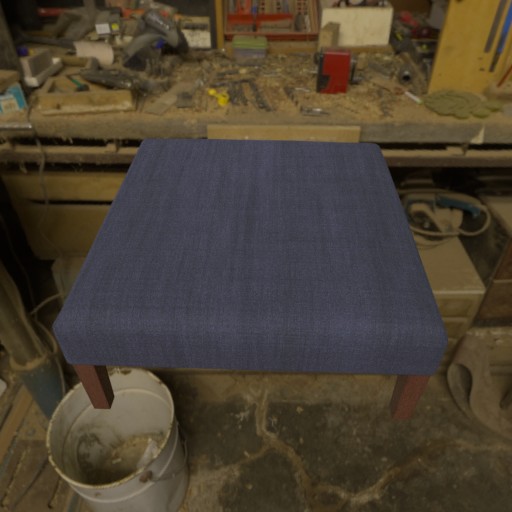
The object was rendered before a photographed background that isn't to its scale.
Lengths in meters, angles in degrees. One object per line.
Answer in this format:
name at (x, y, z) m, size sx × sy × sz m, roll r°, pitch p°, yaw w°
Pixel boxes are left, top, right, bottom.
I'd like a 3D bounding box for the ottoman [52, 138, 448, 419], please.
ottoman at (0.000, 0.000, 1.406) m, size 0.889 × 0.411 × 0.890 m, roll 1°, pitch 42°, yaw 2°
